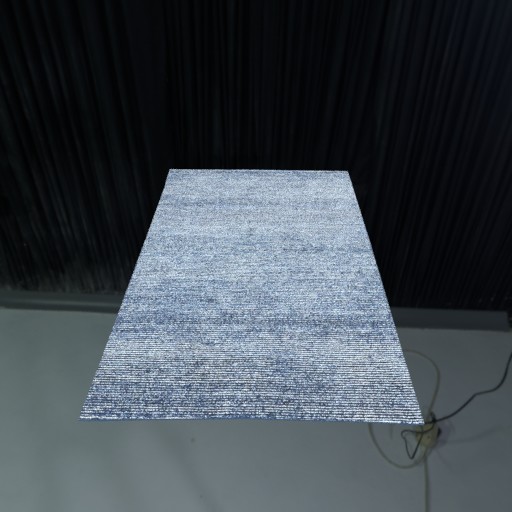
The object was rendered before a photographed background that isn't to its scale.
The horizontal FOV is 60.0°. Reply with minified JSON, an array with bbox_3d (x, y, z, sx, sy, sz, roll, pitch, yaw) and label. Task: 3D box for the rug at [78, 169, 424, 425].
[{"bbox_3d":[0.000,0.000,2.175,1.159,0.025,1.793,1,38,1],"label":"rug"}]
